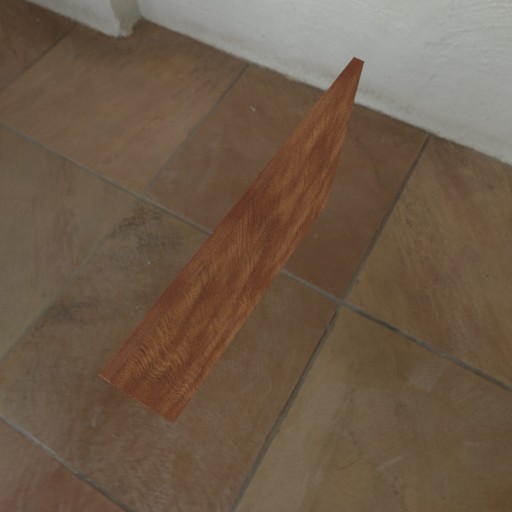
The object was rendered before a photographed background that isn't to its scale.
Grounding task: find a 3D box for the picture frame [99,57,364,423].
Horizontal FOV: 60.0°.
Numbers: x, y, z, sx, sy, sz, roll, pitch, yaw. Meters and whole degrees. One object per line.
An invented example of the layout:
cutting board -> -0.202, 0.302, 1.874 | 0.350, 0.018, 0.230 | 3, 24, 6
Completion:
picture frame -> 0.000, 0.000, 1.229 | 0.029, 0.640, 0.950 | 30, 67, 14
